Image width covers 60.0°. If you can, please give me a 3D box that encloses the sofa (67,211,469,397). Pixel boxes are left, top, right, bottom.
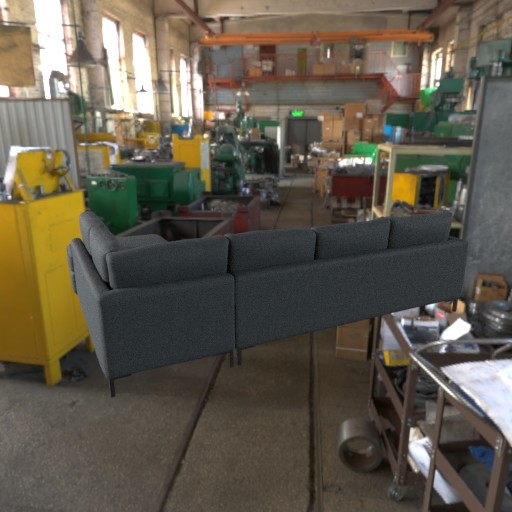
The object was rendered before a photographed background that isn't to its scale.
[{"bbox_3d":[0.000,0.000,3.906,2.975,0.858,1.984,-8,18,-25],"label":"sofa"}]
